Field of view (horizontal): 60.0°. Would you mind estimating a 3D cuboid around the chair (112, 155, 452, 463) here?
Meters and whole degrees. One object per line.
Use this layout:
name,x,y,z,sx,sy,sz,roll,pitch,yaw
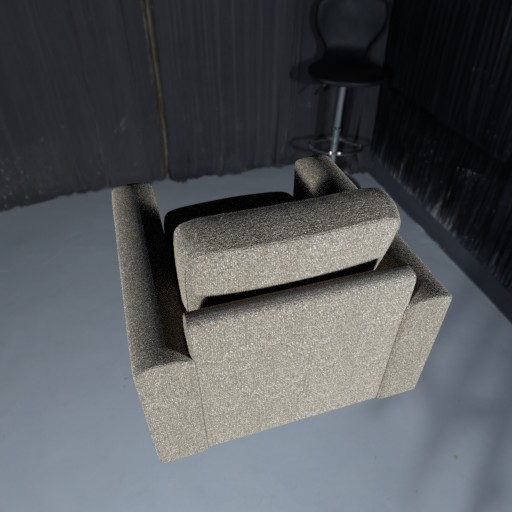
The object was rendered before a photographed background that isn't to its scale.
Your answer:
chair,0.000,0.000,1.729,1.005,0.873,1.016,-11,42,-13
